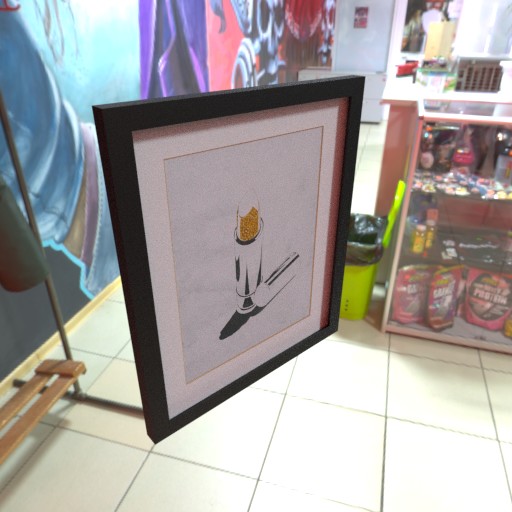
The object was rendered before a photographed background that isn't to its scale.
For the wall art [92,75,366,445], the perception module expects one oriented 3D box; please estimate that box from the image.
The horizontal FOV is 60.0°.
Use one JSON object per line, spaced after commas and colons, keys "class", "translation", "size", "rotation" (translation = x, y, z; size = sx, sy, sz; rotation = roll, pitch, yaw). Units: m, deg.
{"class": "wall art", "translation": [0.000, 0.000, 0.533], "size": [0.330, 0.381, 0.019], "rotation": [-22, 35, -35]}
